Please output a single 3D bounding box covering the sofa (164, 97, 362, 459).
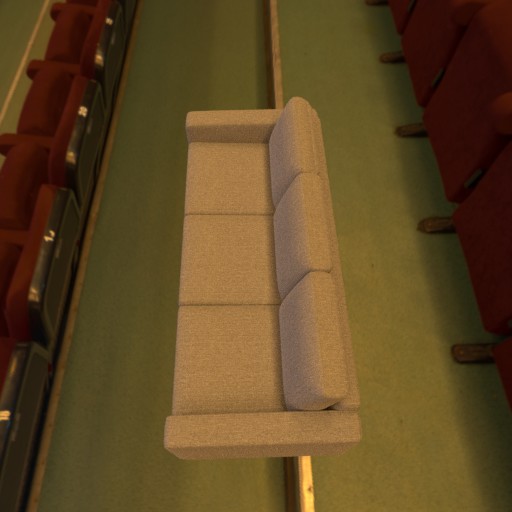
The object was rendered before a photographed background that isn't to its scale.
[{"bbox_3d":[0.000,0.000,2.618,0.900,0.800,2.120,-1,60,-1],"label":"sofa"}]
